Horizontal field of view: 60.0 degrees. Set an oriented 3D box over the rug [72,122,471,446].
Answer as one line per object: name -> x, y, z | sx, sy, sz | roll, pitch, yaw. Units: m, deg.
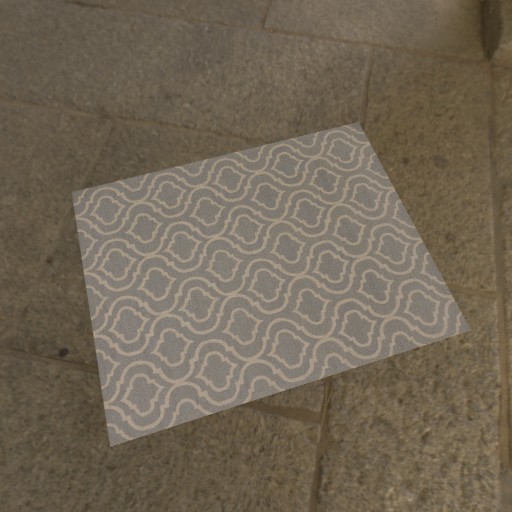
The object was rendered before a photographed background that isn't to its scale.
rug -> 0.000, 0.000, 3.844 | 2.892, 0.006, 2.283 | -16, 65, -8
